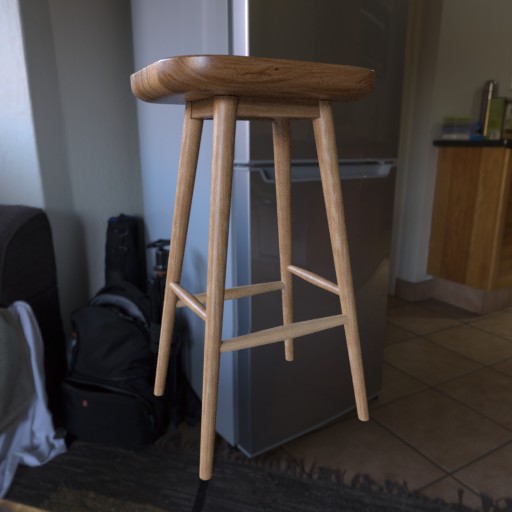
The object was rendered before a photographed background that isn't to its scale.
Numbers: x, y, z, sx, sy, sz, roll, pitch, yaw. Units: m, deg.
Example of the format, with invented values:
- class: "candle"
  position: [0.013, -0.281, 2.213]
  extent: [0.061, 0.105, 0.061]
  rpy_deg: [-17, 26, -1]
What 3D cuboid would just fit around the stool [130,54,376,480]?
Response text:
- class: "stool"
  position: [0.000, 0.000, 0.911]
  extent: [0.407, 0.698, 0.322]
  rpy_deg: [-8, 17, -27]
